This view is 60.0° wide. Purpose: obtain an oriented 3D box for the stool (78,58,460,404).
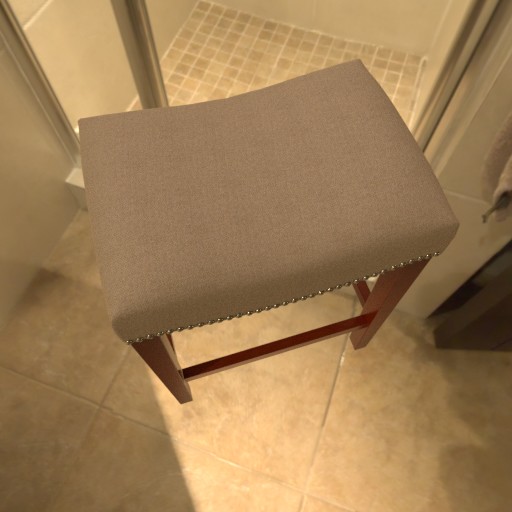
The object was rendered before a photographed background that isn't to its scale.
[{"bbox_3d":[0.000,0.000,0.923,0.509,0.632,0.375,-15,64,-8],"label":"stool"}]
